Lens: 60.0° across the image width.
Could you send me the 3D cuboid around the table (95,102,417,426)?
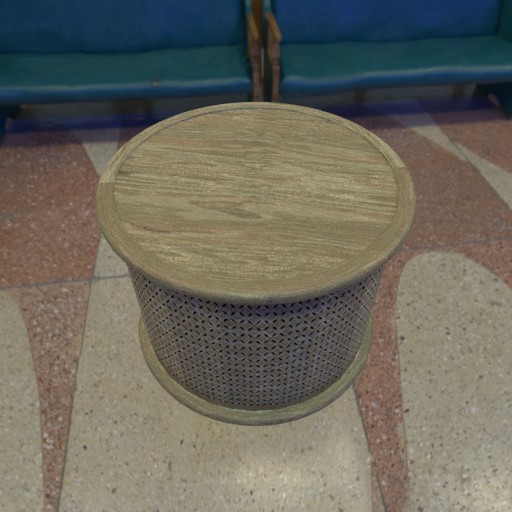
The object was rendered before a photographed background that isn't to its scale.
[{"bbox_3d":[0.000,0.000,1.015,0.607,0.450,0.607,0,46,0],"label":"table"}]
